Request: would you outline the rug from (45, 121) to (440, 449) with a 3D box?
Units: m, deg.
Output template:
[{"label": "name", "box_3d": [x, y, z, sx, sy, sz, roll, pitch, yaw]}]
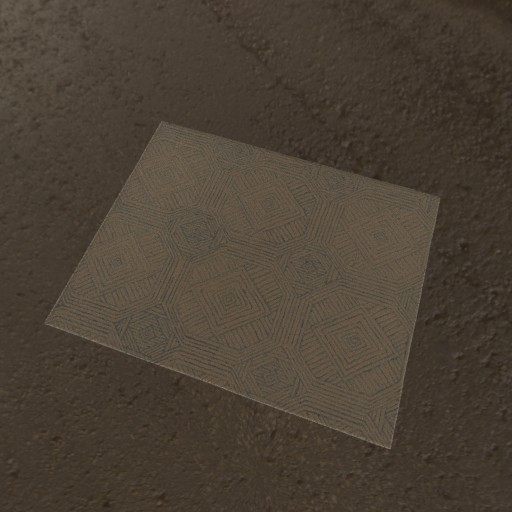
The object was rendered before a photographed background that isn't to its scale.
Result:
[{"label": "rug", "box_3d": [0.000, 0.000, 4.150, 3.049, 0.015, 2.457, 17, 65, 8]}]
